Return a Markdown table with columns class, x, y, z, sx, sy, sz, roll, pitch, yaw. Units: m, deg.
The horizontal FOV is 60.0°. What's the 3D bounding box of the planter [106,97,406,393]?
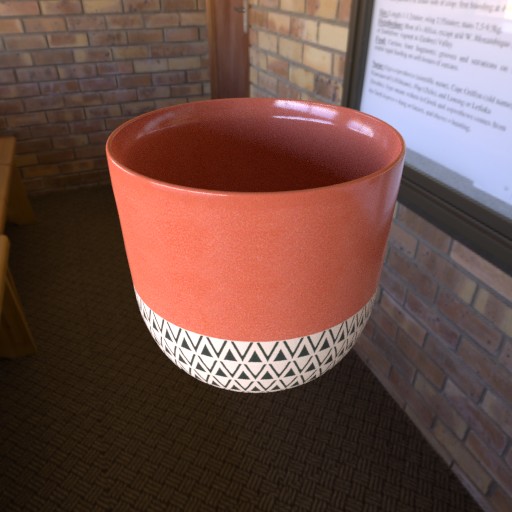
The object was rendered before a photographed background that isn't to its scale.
| class | x | y | z | sx | sy | sz | roll | pitch | yaw |
| --- | --- | --- | --- | --- | --- | --- | --- | --- | --- |
| planter | 0.000 | 0.000 | 0.480 | 0.266 | 0.270 | 0.266 | 0 | 33 | 0 |
